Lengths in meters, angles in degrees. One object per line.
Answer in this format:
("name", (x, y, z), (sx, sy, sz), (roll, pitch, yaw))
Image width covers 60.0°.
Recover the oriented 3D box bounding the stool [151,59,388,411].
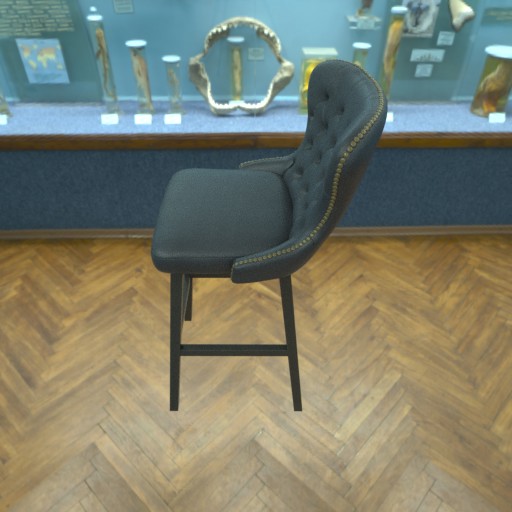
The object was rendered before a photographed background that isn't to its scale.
("stool", (0.000, 0.000, 1.370), (0.601, 1.050, 0.528), (0, 41, 0))
